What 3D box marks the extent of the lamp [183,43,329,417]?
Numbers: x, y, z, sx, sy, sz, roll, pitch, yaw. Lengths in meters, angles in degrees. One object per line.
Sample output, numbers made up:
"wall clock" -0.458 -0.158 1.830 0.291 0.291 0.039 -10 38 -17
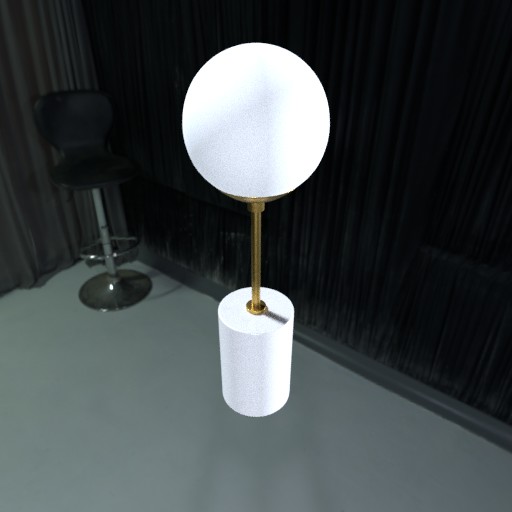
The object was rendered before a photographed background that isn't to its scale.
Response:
"lamp" 0.000 0.000 0.552 0.153 0.480 0.153 0 31 0
